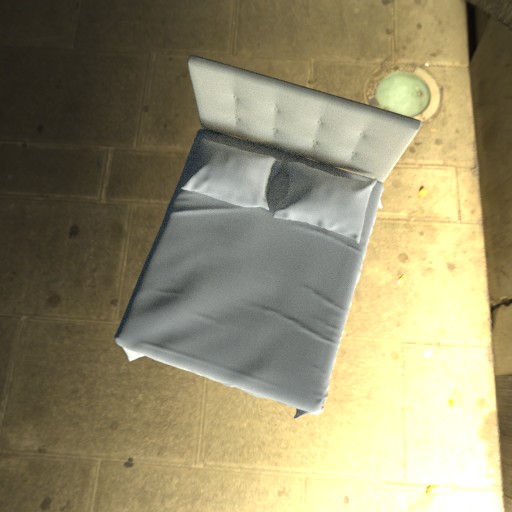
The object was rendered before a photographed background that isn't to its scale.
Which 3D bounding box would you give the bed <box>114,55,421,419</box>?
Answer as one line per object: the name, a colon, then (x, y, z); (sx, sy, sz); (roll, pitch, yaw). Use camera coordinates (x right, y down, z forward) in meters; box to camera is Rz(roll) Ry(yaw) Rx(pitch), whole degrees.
bed: (0.000, 0.000, 3.476); (1.936, 1.577, 2.222); (18, 76, 4)
